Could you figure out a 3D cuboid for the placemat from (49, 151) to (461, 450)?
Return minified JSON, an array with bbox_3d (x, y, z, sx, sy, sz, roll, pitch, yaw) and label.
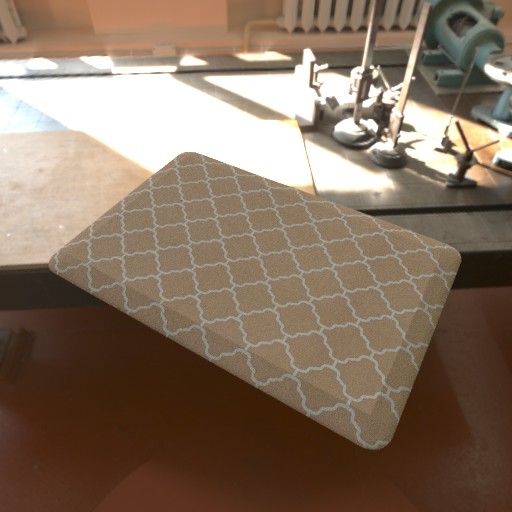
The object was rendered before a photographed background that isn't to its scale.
[{"bbox_3d":[0.000,0.000,0.950,0.762,0.021,0.508,24,52,20],"label":"placemat"}]
